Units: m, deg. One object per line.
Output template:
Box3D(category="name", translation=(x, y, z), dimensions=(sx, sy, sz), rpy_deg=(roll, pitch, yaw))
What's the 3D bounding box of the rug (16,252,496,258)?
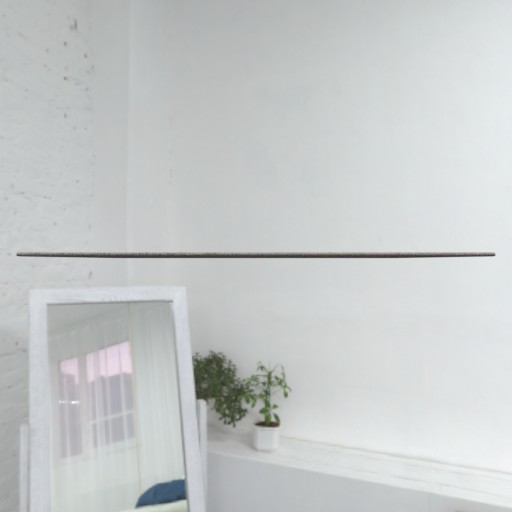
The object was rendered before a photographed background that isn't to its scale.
Box3D(category="rug", translation=(0.000, 0.000, 2.295), dimensions=(1.829, 0.016, 1.219), rpy_deg=(0, -1, 0))
